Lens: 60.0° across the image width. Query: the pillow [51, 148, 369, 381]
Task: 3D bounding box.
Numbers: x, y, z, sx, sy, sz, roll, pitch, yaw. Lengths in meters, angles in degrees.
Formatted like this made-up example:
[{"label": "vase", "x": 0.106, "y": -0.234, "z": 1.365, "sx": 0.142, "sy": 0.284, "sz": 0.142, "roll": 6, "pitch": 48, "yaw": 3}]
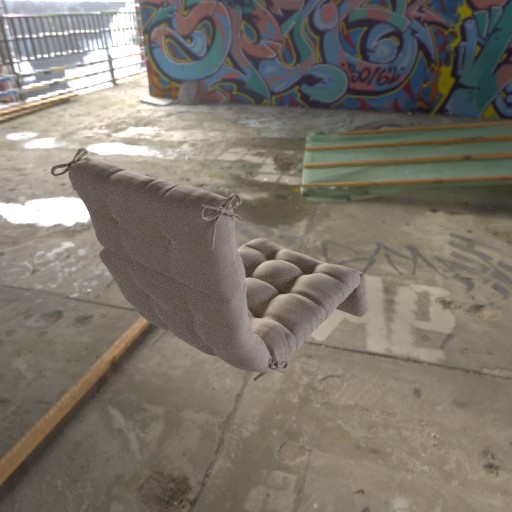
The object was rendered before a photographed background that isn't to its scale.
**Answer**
[{"label": "pillow", "x": 0.000, "y": 0.000, "z": 1.493, "sx": 0.526, "sy": 0.863, "sz": 1.016, "roll": 20, "pitch": 36, "yaw": 31}]
